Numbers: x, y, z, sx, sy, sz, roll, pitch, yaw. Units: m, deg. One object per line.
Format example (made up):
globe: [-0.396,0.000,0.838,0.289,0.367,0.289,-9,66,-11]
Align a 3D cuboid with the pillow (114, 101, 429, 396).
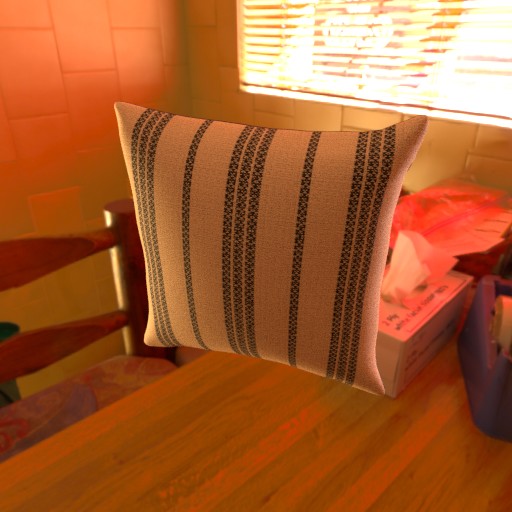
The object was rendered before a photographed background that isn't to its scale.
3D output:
pillow: [0.000,0.000,0.632,0.405,0.406,0.173,8,28,16]
